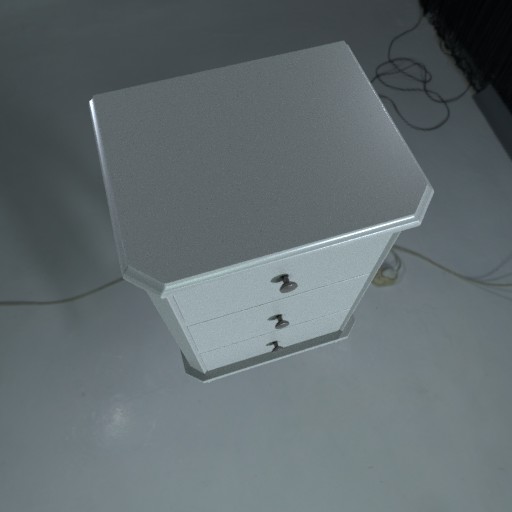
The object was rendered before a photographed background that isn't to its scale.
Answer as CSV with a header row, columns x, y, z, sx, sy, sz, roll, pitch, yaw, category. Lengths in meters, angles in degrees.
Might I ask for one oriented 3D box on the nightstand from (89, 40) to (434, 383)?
x,y,z,sx,sy,sz,roll,pitch,yaw,category
0.000,0.000,0.933,0.435,0.680,0.348,-16,65,-8,nightstand
